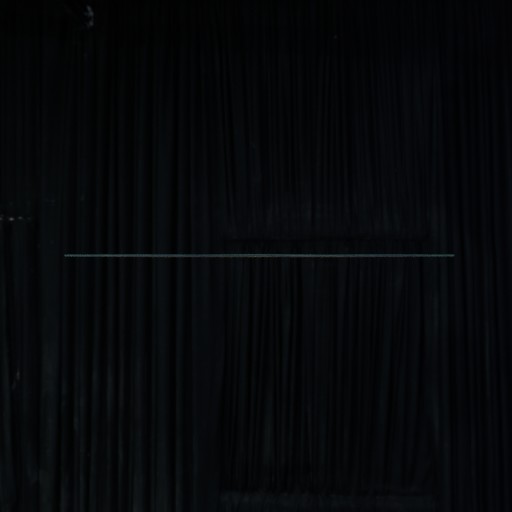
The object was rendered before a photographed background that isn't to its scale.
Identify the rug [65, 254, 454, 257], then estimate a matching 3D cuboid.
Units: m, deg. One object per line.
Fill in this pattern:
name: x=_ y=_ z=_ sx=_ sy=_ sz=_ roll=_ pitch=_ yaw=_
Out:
rug: x=0.000 y=0.000 z=2.870 sx=1.522 sy=0.010 sz=2.311 roll=0 pitch=0 yaw=-1
